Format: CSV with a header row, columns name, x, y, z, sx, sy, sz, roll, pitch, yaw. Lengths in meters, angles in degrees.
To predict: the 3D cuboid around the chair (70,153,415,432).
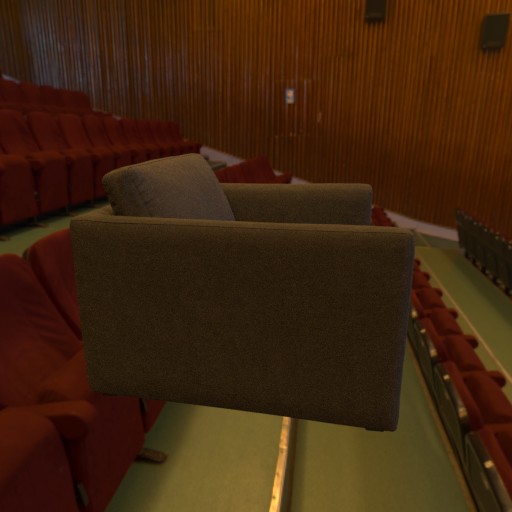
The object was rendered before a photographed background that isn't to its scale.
name,x,y,z,sx,sy,sz,roll,pitch,yaw
chair,0.000,0.000,1.892,1.091,0.845,1.190,2,16,8
